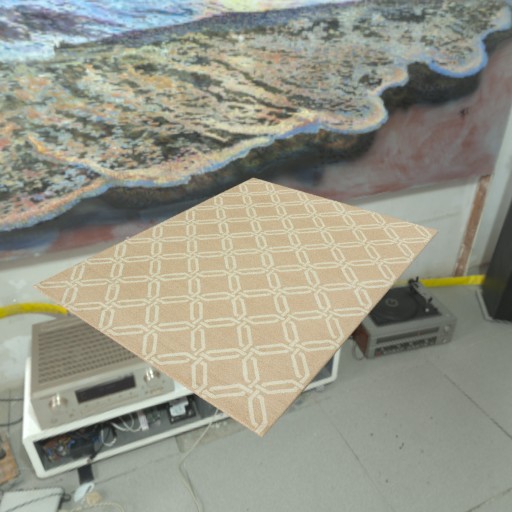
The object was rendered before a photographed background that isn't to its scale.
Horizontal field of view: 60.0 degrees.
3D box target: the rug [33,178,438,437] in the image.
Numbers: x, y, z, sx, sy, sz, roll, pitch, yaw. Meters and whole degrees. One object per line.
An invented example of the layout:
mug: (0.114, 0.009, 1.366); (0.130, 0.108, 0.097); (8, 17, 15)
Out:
rug: (0.000, 0.000, 3.933); (2.288, 0.018, 2.895); (22, 38, 31)
